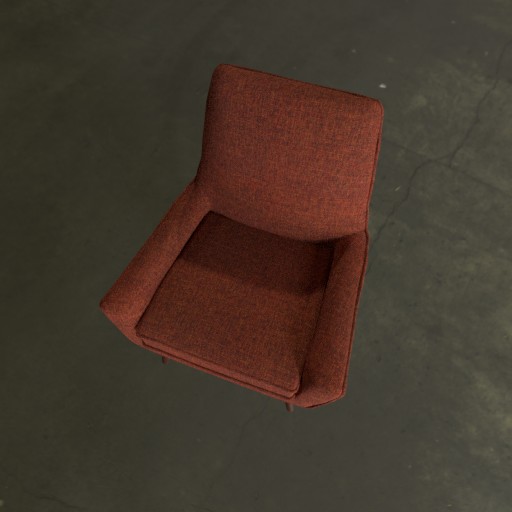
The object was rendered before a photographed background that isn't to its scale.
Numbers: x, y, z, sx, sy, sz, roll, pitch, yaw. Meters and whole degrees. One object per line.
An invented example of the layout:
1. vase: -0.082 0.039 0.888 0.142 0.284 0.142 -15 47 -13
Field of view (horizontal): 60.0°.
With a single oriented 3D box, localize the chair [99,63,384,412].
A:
1. chair: 0.000 0.000 1.519 0.803 0.911 0.784 18 60 11
